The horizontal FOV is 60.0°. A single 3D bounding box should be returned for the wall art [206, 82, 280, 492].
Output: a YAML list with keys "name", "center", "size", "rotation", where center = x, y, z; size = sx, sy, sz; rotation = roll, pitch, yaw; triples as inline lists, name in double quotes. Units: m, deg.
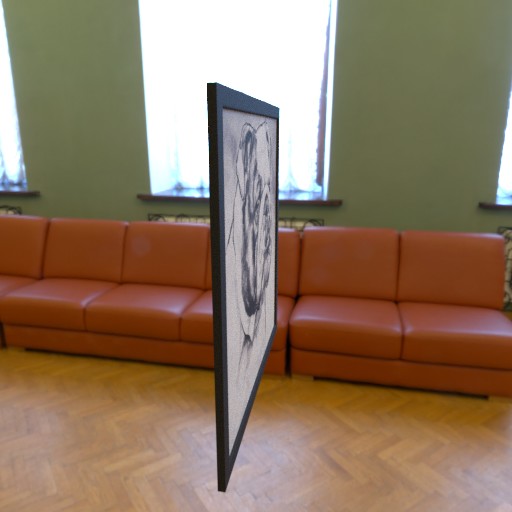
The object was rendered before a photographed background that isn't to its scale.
- name: "wall art"
  center: [0.000, 0.000, 0.835]
  size: [0.012, 0.558, 0.562]
  rotation: [3, 16, 10]
